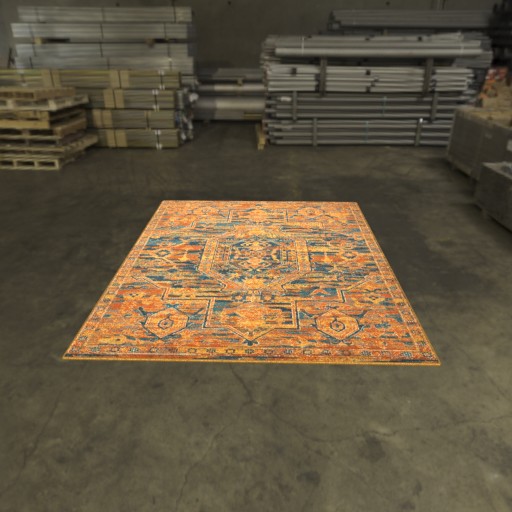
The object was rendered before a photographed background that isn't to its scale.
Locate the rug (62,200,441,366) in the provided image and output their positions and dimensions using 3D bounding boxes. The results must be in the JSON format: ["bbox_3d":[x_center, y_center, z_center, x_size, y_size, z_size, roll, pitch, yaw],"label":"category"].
[{"bbox_3d":[0.000,0.000,4.192,2.435,0.031,3.040,1,27,1],"label":"rug"}]
